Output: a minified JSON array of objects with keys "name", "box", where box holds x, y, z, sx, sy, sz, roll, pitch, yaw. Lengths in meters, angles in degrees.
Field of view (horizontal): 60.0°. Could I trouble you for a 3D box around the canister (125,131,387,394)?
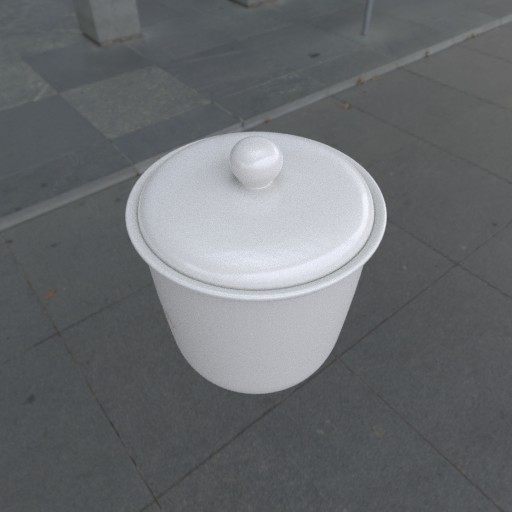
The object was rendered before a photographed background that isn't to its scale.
[{"name":"canister","box":[0.000,0.000,0.356,0.182,0.208,0.182,0,46,0]}]
